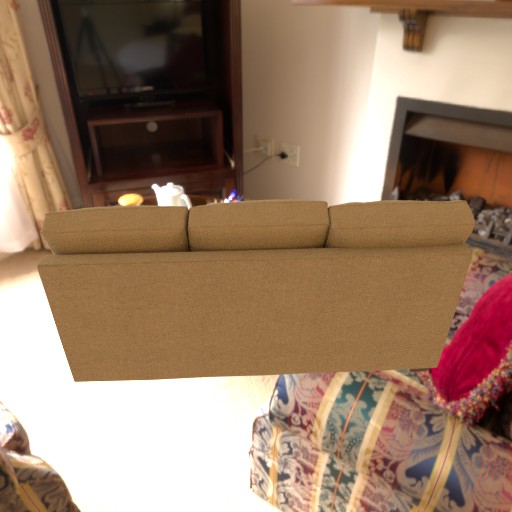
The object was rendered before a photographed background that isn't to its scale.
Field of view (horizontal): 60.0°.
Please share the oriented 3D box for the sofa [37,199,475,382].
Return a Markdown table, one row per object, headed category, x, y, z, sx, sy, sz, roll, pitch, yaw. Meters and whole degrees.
| category | x | y | z | sx | sy | sz | roll | pitch | yaw |
| --- | --- | --- | --- | --- | --- | --- | --- | --- | --- |
| sofa | 0.000 | 0.000 | 2.719 | 2.092 | 1.036 | 1.127 | -2 | 32 | -3 |
